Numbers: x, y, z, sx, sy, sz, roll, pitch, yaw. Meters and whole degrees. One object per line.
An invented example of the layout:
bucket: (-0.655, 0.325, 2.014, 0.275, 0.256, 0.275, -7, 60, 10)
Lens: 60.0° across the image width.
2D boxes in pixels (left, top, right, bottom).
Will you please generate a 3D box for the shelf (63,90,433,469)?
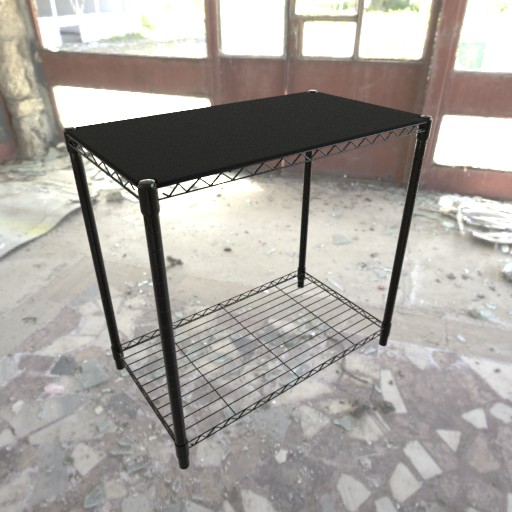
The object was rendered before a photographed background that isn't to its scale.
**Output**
shelf: (0.000, 0.000, 0.942, 0.589, 0.564, 0.338, -21, 36, -31)
